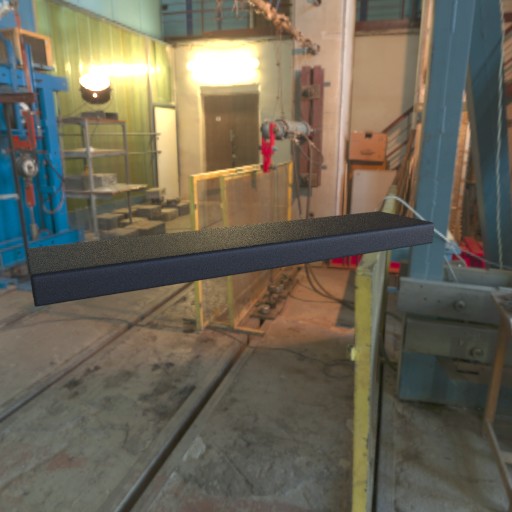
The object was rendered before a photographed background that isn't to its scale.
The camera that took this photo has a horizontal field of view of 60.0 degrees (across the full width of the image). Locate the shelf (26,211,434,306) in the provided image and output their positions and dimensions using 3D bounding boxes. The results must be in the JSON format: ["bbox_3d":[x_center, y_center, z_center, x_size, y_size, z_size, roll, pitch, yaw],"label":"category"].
[{"bbox_3d":[0.000,0.000,0.501,0.456,0.053,0.102,-8,17,-27],"label":"shelf"}]
